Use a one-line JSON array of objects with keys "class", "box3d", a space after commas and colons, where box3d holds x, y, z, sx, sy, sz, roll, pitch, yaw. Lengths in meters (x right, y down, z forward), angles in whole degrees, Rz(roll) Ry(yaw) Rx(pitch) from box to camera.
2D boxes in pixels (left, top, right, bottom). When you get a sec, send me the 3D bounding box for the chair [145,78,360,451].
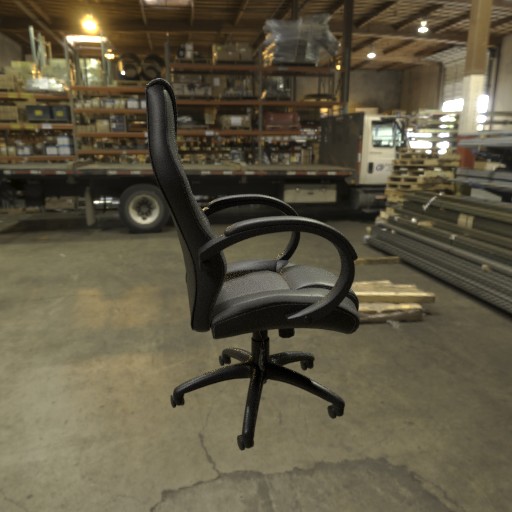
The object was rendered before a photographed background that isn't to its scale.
[{"class": "chair", "box3d": [0.000, 0.000, 1.635, 0.724, 1.187, 0.673, -3, 15, -10]}]
